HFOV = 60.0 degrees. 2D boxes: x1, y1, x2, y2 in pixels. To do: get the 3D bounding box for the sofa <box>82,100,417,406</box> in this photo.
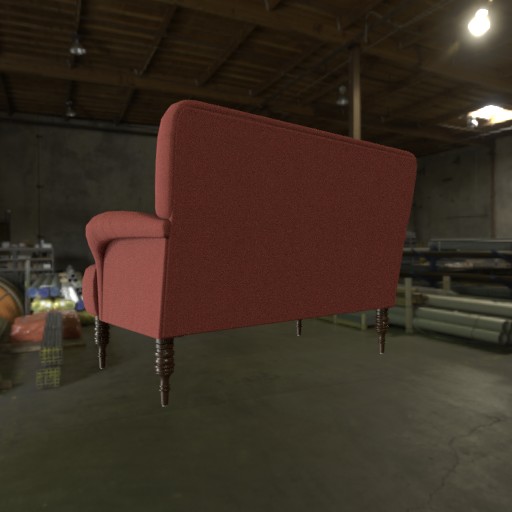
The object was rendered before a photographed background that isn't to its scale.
[{"bbox_3d":[0.000,0.000,1.854,1.297,0.889,0.779,-1,1,-38],"label":"sofa"}]
